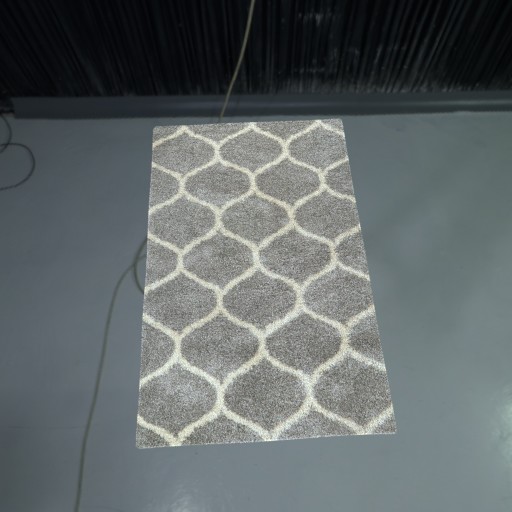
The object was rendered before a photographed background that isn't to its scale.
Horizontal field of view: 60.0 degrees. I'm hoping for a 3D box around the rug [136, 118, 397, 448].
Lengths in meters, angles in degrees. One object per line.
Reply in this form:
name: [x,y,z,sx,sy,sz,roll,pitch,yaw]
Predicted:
rug: [0.000,0.000,3.037,1.501,0.025,2.348,-3,65,-1]
